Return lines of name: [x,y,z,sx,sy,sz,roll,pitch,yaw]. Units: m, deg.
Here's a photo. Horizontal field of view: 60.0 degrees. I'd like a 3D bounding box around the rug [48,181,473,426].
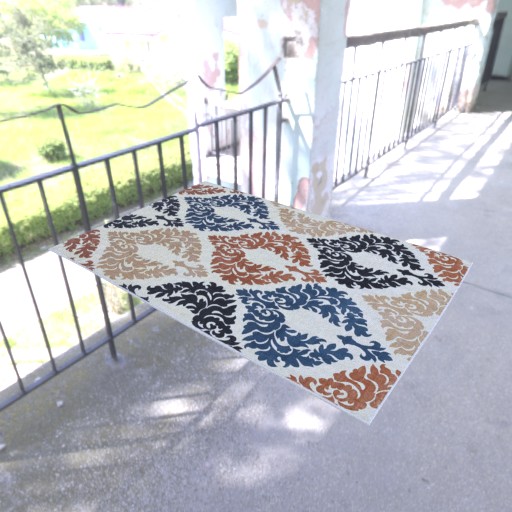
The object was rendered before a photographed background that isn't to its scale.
rug: [0.000,0.000,2.834,2.275,0.014,1.514,21,37,31]
